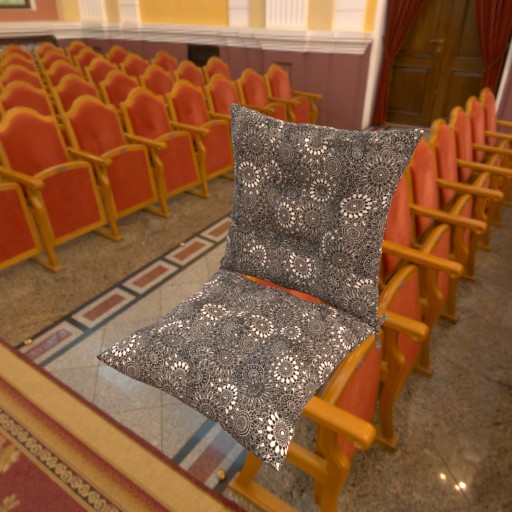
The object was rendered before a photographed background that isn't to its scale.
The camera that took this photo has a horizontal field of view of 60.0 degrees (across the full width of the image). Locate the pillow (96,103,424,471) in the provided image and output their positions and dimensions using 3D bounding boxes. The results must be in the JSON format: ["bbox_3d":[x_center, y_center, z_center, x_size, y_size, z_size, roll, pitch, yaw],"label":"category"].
[{"bbox_3d":[0.000,0.000,0.997,0.541,0.536,0.585,19,35,30],"label":"pillow"}]
